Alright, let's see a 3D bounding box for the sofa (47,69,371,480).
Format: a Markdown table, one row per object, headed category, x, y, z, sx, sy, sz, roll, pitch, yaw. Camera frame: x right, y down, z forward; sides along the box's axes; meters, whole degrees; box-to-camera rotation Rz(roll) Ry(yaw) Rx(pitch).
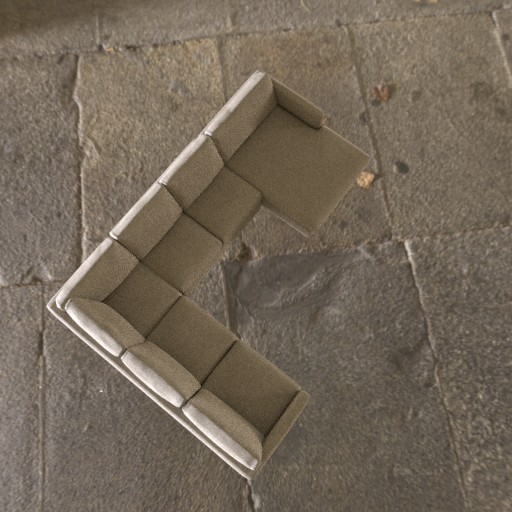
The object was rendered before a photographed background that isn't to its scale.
| category | x | y | z | sx | sy | sz | roll | pitch | yaw |
| --- | --- | --- | --- | --- | --- | --- | --- | --- | --- |
| sofa | 0.000 | 0.000 | 4.701 | 2.593 | 0.959 | 3.460 | 37 | 78 | 9 |
